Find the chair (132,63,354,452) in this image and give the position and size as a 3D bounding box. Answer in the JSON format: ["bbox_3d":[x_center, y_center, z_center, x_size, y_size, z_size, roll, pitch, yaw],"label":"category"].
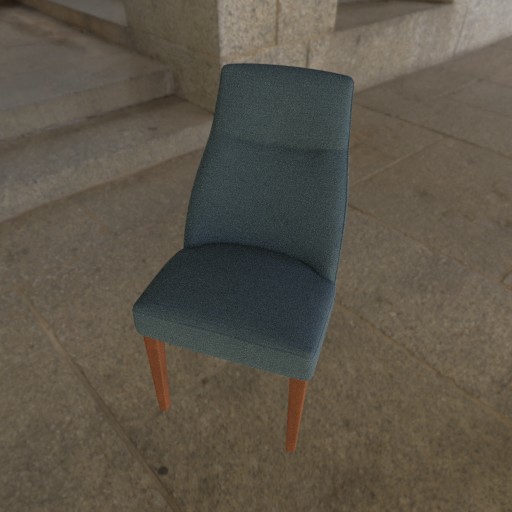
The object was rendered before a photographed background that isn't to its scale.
[{"bbox_3d":[0.000,0.000,1.314,0.500,0.930,0.620,12,41,14],"label":"chair"}]
